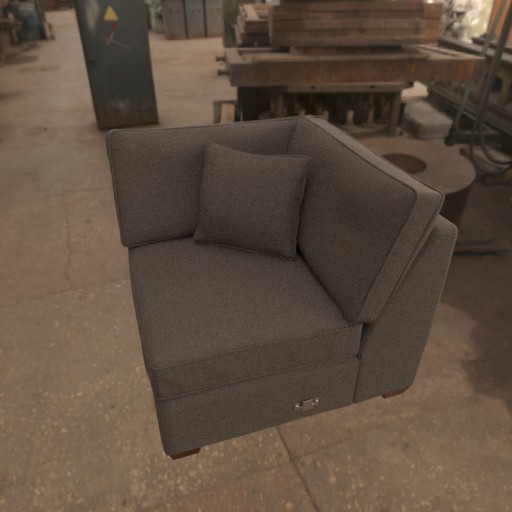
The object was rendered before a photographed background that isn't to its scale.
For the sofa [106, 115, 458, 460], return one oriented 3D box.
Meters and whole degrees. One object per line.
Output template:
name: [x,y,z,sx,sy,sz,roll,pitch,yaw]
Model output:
sofa: [0.000,0.000,1.917,1.084,1.002,1.146,-10,34,-16]
